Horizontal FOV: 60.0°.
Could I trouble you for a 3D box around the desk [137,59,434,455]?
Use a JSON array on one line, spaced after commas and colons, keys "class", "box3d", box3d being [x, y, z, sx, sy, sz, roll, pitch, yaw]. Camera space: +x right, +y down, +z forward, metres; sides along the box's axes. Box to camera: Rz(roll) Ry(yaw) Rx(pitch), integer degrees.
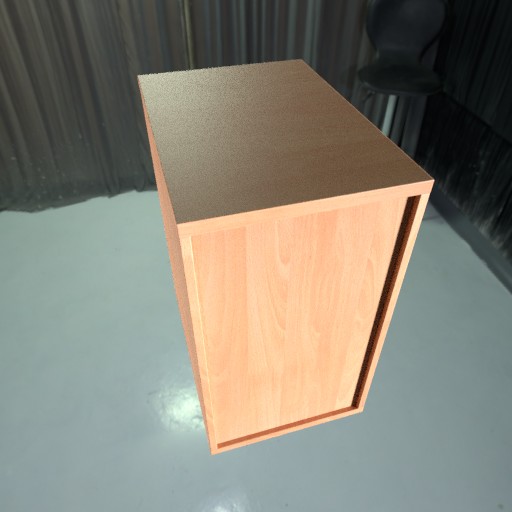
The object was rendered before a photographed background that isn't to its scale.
[{"class": "desk", "box3d": [0.000, 0.000, 1.106, 0.404, 0.730, 0.600, -11, 43, -12]}]
